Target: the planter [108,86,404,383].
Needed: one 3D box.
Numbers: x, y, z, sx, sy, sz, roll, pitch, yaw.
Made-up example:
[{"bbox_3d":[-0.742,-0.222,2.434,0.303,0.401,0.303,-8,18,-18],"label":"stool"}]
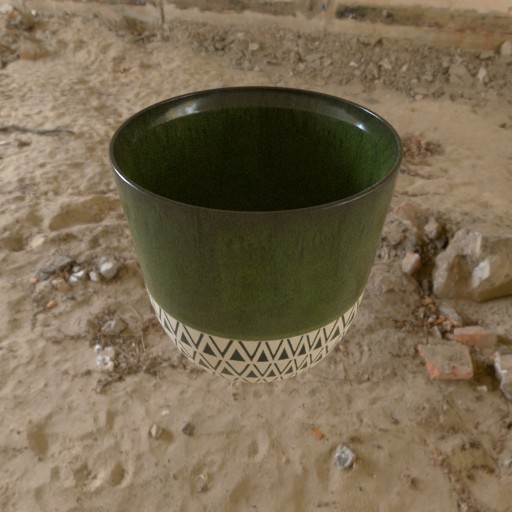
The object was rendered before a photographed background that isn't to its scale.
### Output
[{"bbox_3d":[0.000,0.000,0.464,0.245,0.270,0.245,0,39,0],"label":"planter"}]
